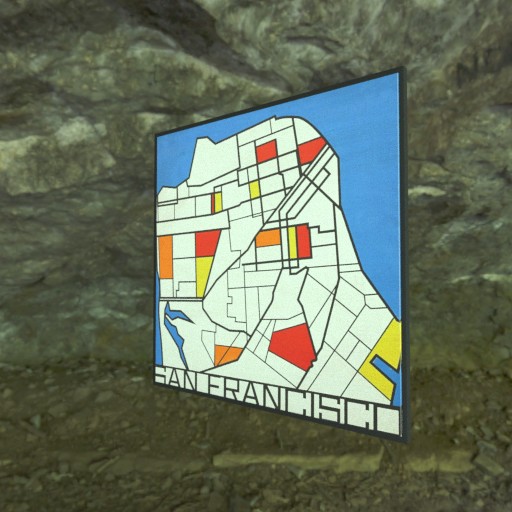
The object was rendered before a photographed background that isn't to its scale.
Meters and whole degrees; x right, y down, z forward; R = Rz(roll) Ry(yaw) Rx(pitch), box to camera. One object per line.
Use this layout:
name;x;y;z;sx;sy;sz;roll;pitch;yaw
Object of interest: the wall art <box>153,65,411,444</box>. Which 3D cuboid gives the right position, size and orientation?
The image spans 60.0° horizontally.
wall art;0.000;0.000;0.675;0.458;0.457;0.013;-1;-2;37
